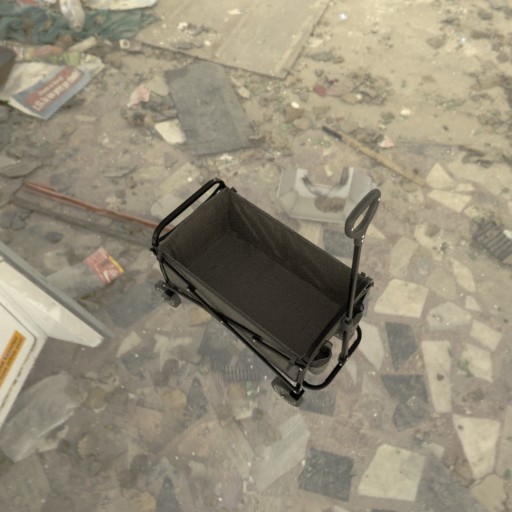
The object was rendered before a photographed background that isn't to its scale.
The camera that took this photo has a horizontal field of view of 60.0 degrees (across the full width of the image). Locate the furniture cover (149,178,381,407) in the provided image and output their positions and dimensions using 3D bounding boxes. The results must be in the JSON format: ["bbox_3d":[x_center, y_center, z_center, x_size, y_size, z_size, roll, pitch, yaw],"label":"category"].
[{"bbox_3d":[0.000,0.000,1.833,1.038,1.295,0.532,35,64,20],"label":"furniture cover"}]
